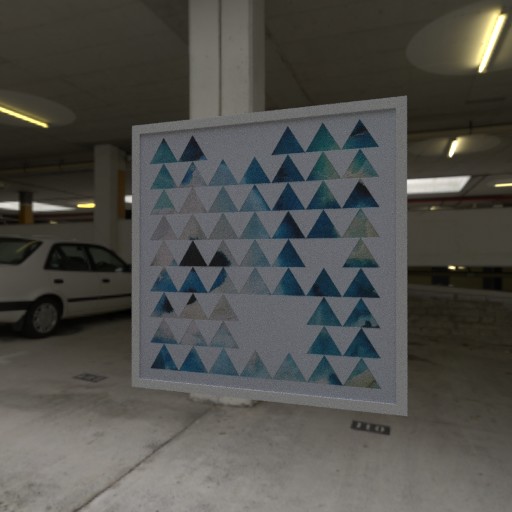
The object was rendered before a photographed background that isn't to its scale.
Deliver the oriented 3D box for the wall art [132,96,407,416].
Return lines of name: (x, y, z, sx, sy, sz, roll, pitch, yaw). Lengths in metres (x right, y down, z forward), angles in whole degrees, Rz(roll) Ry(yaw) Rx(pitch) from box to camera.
wall art: (0.000, 0.000, 0.706, 0.456, 0.456, 0.007, 0, 0, 19)
